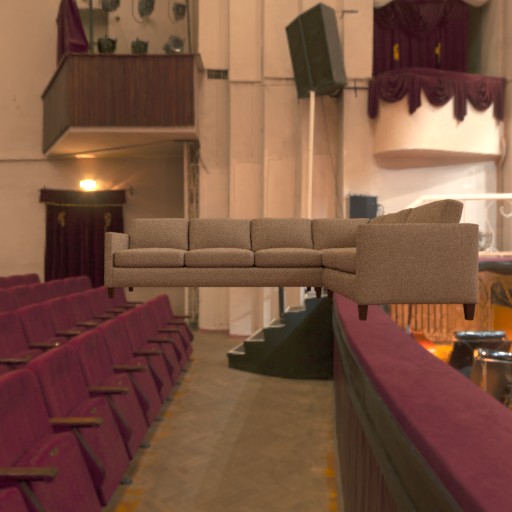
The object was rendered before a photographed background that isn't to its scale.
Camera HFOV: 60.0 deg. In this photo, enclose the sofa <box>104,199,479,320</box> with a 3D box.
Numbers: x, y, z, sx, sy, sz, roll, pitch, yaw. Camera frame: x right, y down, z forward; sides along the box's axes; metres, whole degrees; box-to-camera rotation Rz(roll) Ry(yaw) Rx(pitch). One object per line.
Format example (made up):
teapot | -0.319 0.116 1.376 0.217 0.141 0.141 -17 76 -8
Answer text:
sofa | 0.000 0.000 4.499 3.333 0.934 2.522 0 1 -1
